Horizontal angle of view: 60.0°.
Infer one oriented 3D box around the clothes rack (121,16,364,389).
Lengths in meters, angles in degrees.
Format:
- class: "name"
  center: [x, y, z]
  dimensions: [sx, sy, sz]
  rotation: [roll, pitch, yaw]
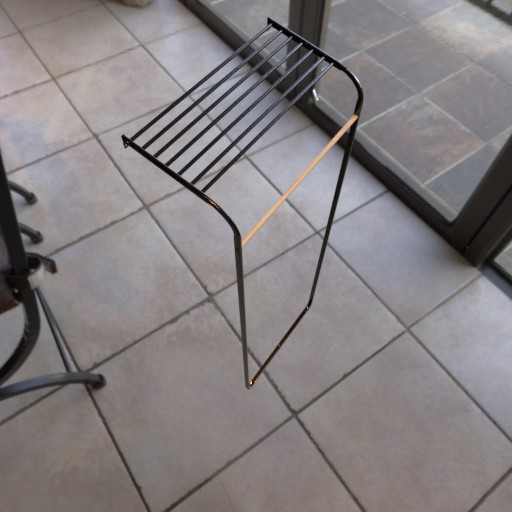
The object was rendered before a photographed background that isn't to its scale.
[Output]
- class: "clothes rack"
  center: [0.000, 0.000, 1.794]
  dimensions: [0.349, 1.574, 0.609]
  rotation: [32, 64, 18]
